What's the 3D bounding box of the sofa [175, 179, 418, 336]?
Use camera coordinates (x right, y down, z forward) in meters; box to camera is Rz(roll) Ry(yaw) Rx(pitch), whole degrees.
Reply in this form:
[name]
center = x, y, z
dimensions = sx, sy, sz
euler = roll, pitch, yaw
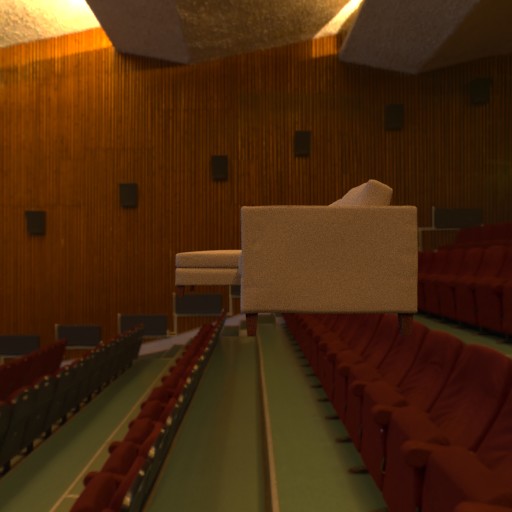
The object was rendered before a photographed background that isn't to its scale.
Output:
[sofa]
center = 0.000, 0.000, 3.876
dimensions = 1.625, 0.846, 3.186
euler = 0, 0, -1
